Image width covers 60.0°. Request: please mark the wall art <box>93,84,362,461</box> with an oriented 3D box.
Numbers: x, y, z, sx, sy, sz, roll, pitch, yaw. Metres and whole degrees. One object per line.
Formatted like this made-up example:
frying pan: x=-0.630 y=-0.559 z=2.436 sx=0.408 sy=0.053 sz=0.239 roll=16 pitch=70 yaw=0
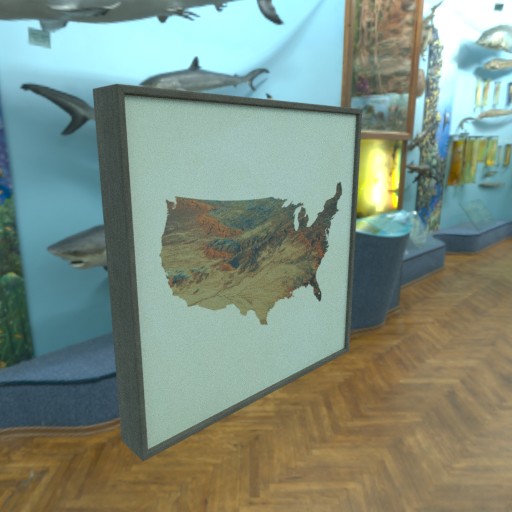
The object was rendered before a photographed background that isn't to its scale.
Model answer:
wall art: x=0.000 y=0.000 z=0.455 sx=0.303 sy=0.302 sz=0.038 roll=-13 pitch=19 yaw=-42
